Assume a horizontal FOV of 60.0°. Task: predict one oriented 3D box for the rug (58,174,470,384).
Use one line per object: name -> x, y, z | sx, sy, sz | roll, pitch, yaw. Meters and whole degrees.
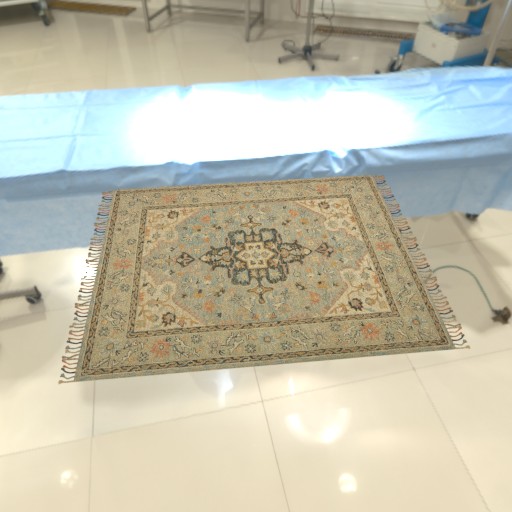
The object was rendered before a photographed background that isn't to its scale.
rug -> 0.000, 0.000, 2.272 | 1.730, 0.009, 1.278 | -4, 45, -4
